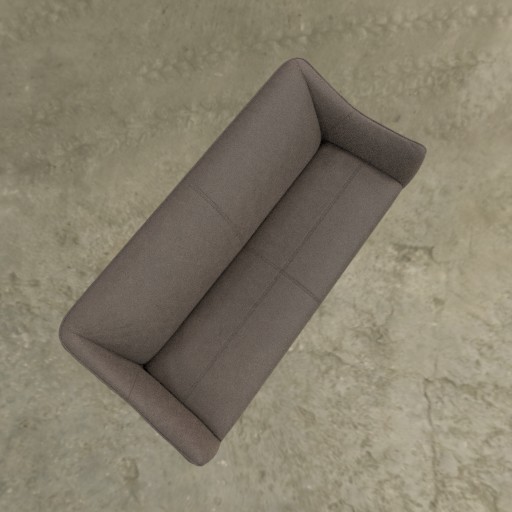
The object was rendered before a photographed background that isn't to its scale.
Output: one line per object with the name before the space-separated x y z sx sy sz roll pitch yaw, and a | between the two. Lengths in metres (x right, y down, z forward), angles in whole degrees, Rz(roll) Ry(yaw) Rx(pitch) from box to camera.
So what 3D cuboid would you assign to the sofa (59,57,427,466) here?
sofa | 0.000 0.000 2.370 0.869 0.831 1.928 36 78 9
